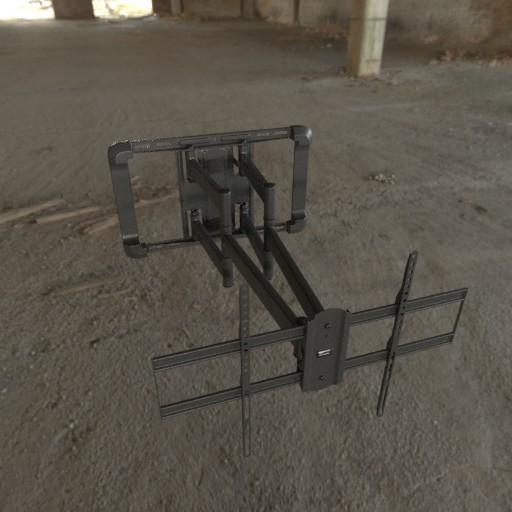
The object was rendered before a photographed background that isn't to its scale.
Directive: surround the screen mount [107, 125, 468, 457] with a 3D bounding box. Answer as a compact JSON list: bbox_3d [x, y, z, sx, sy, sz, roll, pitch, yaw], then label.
[{"bbox_3d":[0.000,0.000,1.290,0.725,0.483,0.905,-10,32,-16],"label":"screen mount"}]
